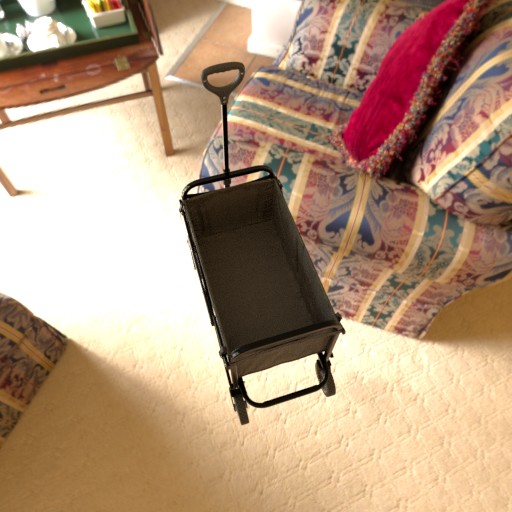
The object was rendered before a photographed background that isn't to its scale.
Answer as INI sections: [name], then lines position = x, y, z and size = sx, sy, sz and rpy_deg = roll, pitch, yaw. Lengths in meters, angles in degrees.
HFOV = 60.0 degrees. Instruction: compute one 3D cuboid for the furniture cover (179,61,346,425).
[furniture cover]
position = 0.000, 0.000, 1.842
size = 0.532, 1.295, 1.038
rpy_deg = -15, 60, -9
